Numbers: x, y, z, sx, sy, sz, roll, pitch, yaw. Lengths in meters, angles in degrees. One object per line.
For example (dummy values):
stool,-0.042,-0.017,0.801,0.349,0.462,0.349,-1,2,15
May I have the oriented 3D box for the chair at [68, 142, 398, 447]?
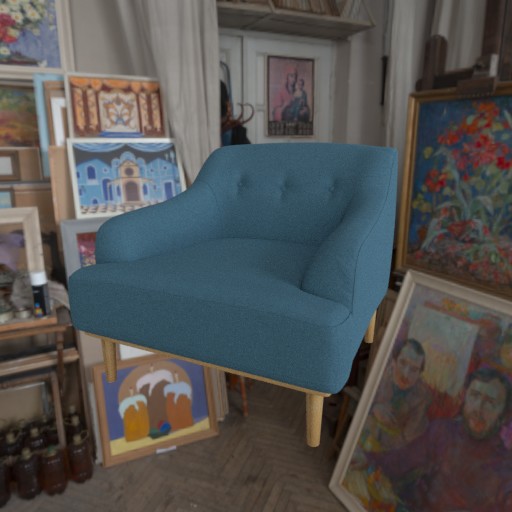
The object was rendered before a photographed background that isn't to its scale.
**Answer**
chair,0.000,0.000,1.633,0.946,0.818,0.951,7,15,26
